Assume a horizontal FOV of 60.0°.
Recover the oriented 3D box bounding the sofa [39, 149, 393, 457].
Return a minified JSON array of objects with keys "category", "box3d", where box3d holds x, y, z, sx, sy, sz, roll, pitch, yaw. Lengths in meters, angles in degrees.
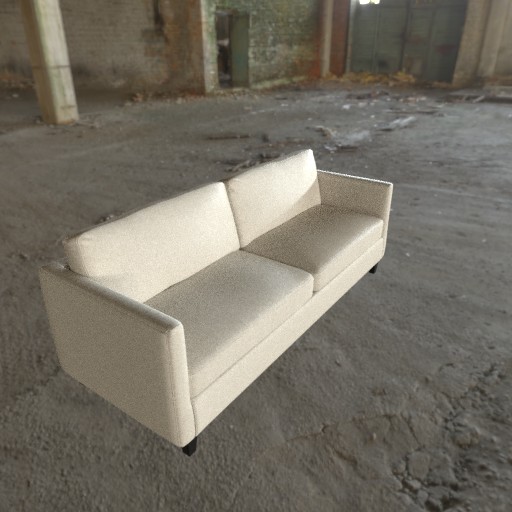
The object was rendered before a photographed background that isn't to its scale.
[{"category":"sofa","box3d":[0.000,0.000,2.919,0.948,0.965,2.434,18,31,32]}]
